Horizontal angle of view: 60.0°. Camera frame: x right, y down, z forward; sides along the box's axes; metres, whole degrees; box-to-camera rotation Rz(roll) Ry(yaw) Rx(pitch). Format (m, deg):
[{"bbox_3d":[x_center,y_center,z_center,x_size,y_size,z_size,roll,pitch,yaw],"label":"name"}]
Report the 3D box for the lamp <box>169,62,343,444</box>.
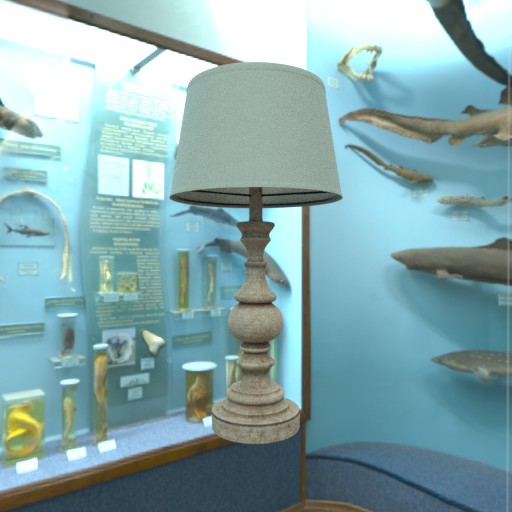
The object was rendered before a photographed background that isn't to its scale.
[{"bbox_3d":[0.000,0.000,0.885,0.340,0.678,0.340,0,0,0],"label":"lamp"}]
